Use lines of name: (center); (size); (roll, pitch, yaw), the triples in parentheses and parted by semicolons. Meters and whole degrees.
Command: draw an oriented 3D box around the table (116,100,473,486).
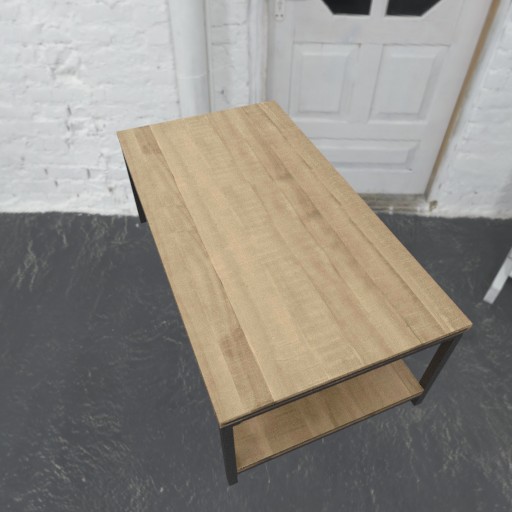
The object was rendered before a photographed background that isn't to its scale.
table: (0.000, 0.000, 1.357); (0.574, 0.393, 1.062); (-16, 49, -15)
